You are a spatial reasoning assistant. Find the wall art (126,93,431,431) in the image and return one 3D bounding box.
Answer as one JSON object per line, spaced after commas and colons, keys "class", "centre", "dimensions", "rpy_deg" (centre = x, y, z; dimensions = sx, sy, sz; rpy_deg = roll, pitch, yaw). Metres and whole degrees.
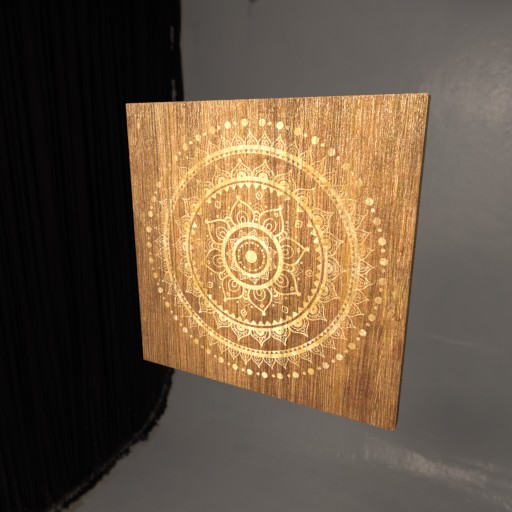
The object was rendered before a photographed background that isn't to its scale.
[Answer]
{"class": "wall art", "centre": [0.000, 0.000, 0.906], "dimensions": [0.611, 0.608, 0.042], "rpy_deg": [7, 17, 26]}
